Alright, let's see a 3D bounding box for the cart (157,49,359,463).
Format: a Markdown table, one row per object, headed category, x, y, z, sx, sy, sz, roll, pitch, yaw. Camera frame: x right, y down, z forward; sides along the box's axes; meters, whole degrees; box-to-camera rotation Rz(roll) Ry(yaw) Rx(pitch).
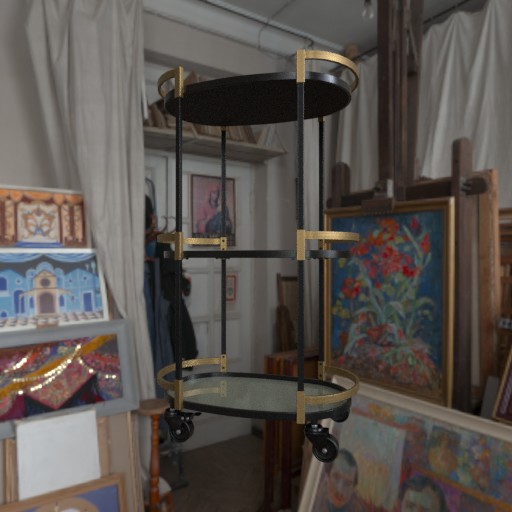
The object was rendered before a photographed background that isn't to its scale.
| category | x | y | z | sx | sy | sz | roll | pitch | yaw |
| --- | --- | --- | --- | --- | --- | --- | --- | --- | --- |
| cart | 0.000 | 0.000 | 1.133 | 0.515 | 0.885 | 0.311 | 0 | 0 | 17 |
